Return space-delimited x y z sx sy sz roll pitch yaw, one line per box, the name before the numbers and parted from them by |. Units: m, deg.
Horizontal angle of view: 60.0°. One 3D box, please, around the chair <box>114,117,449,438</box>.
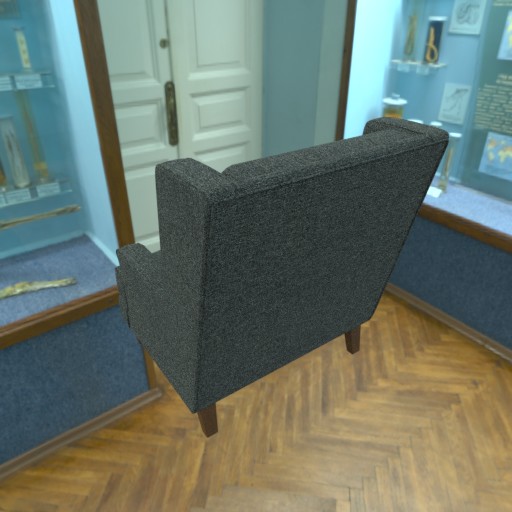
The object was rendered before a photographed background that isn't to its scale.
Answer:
chair | 0.000 0.000 1.815 0.942 1.082 0.927 -20 36 -30
